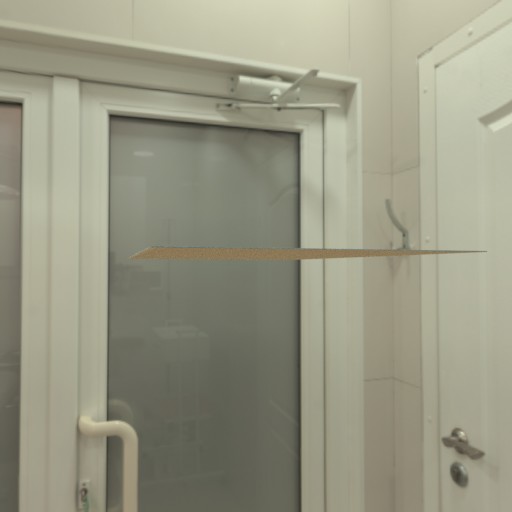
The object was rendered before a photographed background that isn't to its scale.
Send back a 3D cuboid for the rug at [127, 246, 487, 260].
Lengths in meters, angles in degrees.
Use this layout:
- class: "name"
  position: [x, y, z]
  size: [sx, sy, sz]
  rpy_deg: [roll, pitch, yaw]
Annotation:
- class: "rug"
  position: [0.000, 0.000, 3.739]
  size: [1.982, 0.006, 2.895]
  rpy_deg: [0, -2, -18]
